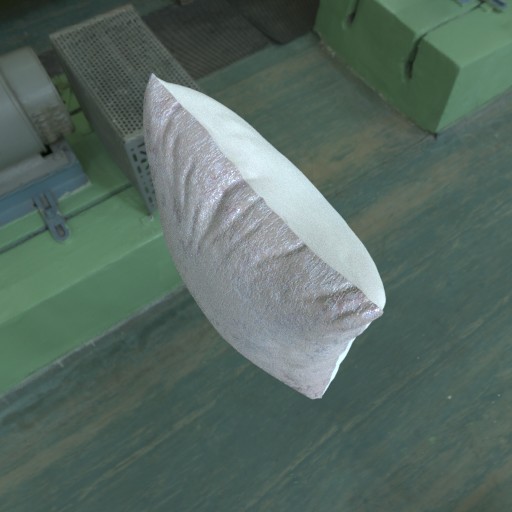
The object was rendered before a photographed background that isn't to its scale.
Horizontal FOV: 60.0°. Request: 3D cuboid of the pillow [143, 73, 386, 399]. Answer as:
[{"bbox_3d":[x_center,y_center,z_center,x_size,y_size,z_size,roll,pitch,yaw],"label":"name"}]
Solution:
[{"bbox_3d":[0.000,0.000,0.725,0.245,0.448,0.450,-33,68,-15],"label":"pillow"}]
